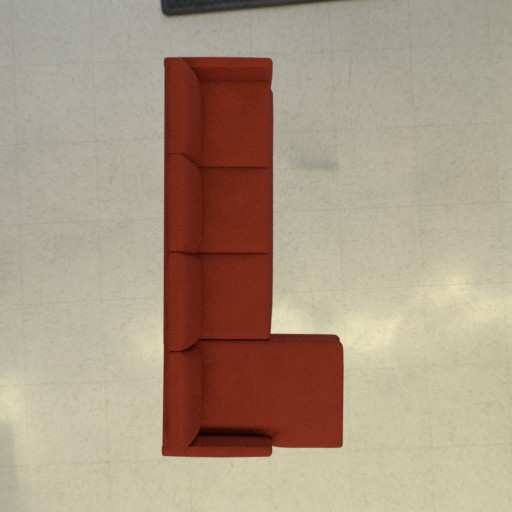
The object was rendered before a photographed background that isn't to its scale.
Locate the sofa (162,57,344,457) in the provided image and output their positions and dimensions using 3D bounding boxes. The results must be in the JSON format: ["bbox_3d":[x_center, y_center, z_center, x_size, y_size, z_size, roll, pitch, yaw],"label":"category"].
[{"bbox_3d":[0.000,0.000,2.853,1.136,0.663,2.467,0,89,0],"label":"sofa"}]
